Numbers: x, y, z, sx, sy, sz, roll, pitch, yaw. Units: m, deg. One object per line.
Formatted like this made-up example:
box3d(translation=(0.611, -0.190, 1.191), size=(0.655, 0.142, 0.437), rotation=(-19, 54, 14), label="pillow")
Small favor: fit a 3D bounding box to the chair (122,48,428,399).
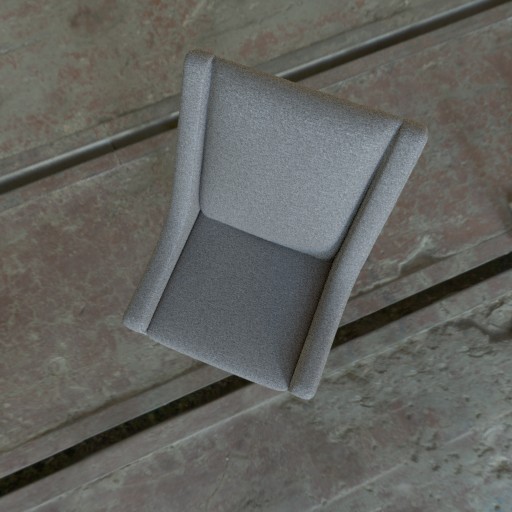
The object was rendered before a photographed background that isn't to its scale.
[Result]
box3d(translation=(0.000, 0.000, 1.678), size=(0.774, 1.016, 0.870), rotation=(21, 76, 5), label="chair")
